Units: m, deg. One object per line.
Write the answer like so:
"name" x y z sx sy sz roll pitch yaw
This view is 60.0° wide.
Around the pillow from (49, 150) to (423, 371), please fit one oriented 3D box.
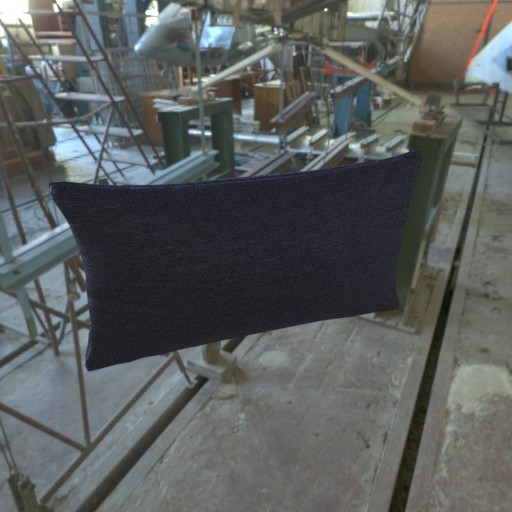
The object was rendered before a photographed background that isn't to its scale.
"pillow" 0.000 0.000 0.797 0.633 0.338 0.210 -8 28 -16
